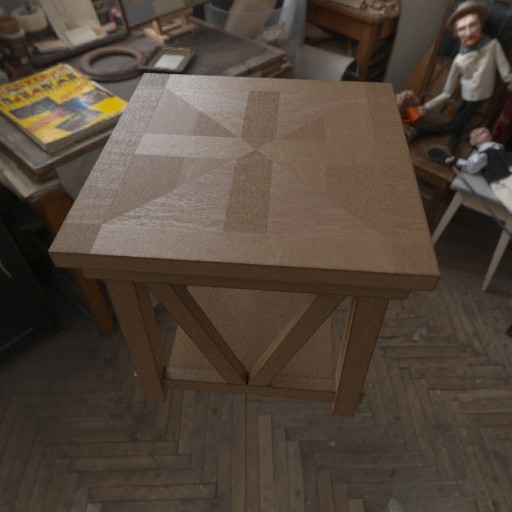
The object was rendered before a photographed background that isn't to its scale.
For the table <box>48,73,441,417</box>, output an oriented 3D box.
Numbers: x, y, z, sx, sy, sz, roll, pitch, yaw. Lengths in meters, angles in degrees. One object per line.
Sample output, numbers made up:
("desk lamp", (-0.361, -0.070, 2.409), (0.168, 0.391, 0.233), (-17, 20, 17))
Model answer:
("table", (0.000, 0.000, 1.126), (0.612, 0.638, 0.610), (4, 48, 3))
